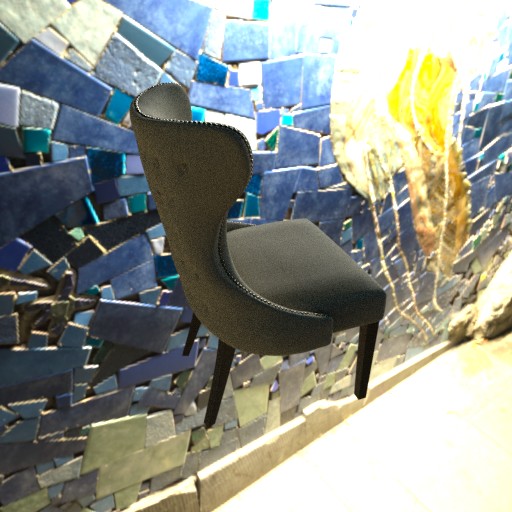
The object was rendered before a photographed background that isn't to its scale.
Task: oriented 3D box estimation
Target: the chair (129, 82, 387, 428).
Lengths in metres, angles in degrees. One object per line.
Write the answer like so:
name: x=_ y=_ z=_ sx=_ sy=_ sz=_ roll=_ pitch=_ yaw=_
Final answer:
chair: x=0.000 y=0.000 z=1.380 sx=0.635 sy=0.967 sz=0.628 roll=-11 pitch=32 yaw=-17
